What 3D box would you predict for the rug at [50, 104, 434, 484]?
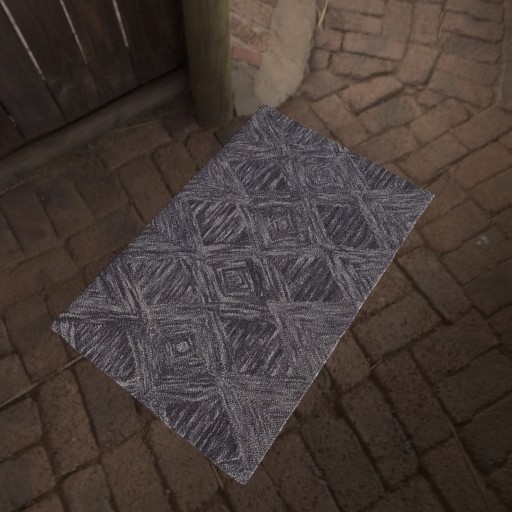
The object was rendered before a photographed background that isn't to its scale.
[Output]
[{"bbox_3d":[0.000,0.000,2.333,1.186,0.012,1.814,33,68,15],"label":"rug"}]
